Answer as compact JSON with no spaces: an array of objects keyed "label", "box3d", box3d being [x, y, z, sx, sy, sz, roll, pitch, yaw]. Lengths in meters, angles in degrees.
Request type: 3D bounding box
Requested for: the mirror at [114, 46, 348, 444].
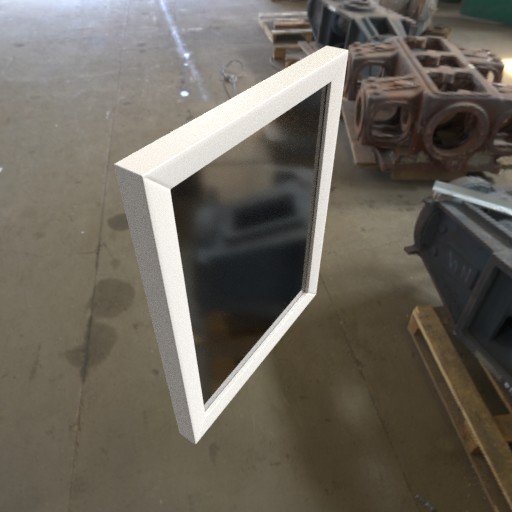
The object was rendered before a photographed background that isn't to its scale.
[{"label":"mirror","box3d":[0.000,0.000,0.684,0.041,0.508,0.405,25,48,25]}]
